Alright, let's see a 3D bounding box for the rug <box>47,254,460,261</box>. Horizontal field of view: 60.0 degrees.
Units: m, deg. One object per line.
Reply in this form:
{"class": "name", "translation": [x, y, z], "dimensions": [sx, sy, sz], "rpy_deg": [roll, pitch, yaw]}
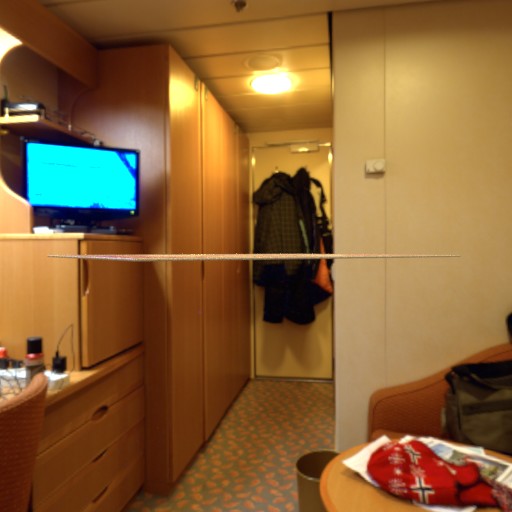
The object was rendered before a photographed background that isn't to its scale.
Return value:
{"class": "rug", "translation": [0.000, 0.000, 3.745], "dimensions": [2.878, 0.014, 2.005], "rpy_deg": [0, 1, -36]}
